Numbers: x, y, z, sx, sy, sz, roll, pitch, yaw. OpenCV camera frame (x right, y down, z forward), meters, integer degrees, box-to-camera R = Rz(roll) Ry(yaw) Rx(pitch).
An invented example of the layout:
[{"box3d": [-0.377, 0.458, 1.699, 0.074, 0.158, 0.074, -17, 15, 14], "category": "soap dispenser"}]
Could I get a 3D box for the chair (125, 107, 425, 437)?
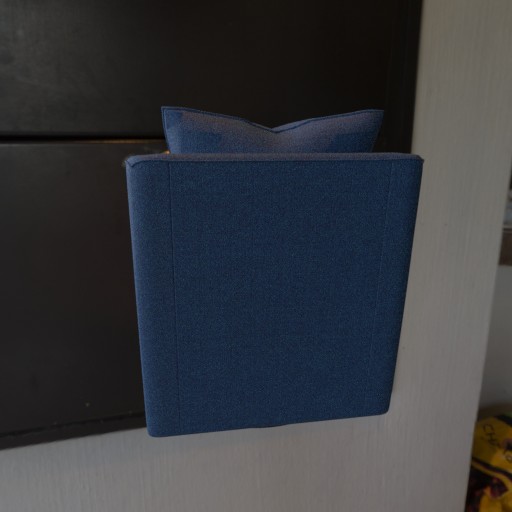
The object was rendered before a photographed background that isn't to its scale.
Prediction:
[{"box3d": [0.000, 0.000, 1.553, 0.750, 0.939, 0.870, -2, 15, -9], "category": "chair"}]
